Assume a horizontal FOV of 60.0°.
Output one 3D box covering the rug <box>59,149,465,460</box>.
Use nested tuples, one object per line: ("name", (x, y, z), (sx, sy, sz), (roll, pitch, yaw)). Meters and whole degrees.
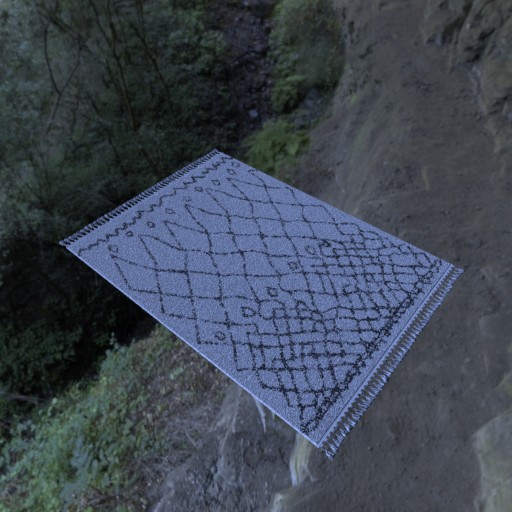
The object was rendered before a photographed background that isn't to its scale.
("rug", (0.000, 0.000, 3.062), (2.312, 0.017, 1.613), (31, 53, 27))
